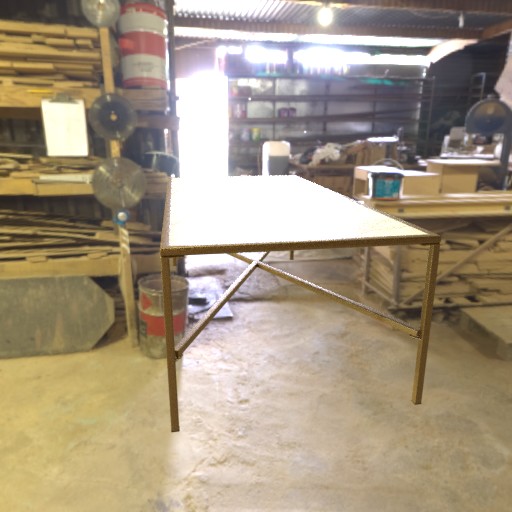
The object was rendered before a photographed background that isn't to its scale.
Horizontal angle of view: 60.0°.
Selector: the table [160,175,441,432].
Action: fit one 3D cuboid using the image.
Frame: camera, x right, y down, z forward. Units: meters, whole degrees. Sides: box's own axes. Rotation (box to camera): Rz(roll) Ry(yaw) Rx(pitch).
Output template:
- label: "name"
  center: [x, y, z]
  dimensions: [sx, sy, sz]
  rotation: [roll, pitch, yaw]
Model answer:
- label: "table"
  center: [0.000, 0.000, 1.498]
  dimensions: [0.577, 0.405, 1.197]
  rotation: [-3, 17, -10]
